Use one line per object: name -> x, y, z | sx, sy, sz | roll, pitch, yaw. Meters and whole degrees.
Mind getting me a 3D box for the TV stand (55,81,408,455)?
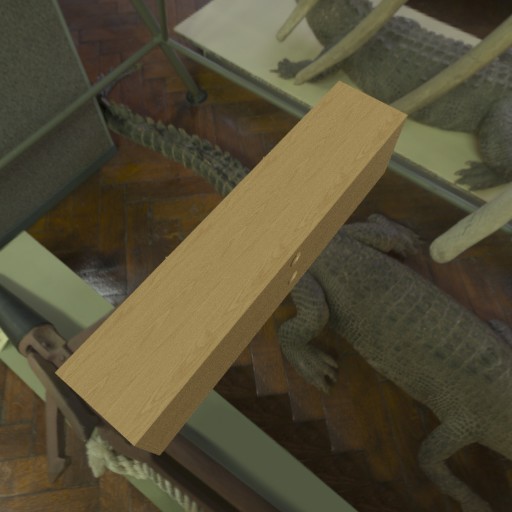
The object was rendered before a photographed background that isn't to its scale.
TV stand -> 0.000, 0.000, 2.014 | 0.400, 0.580, 1.760 | 34, 67, 17
